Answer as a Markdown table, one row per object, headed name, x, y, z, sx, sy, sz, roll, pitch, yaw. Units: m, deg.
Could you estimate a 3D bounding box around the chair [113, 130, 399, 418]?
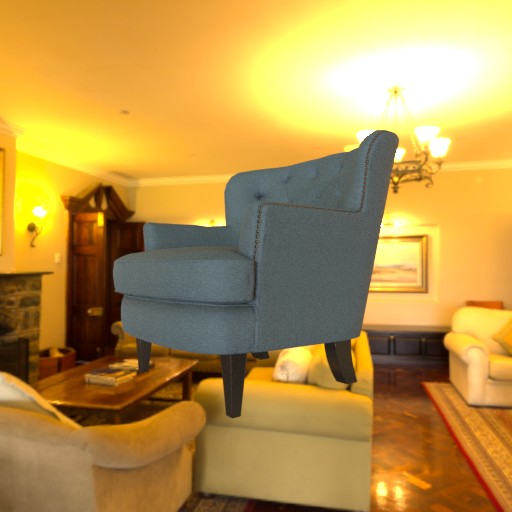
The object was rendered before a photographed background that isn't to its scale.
| name | x | y | z | sx | sy | sz | roll | pitch | yaw |
| --- | --- | --- | --- | --- | --- | --- | --- | --- | --- |
| chair | 0.000 | 0.000 | 1.603 | 0.906 | 0.868 | 0.848 | 1 | -2 | -36 |
